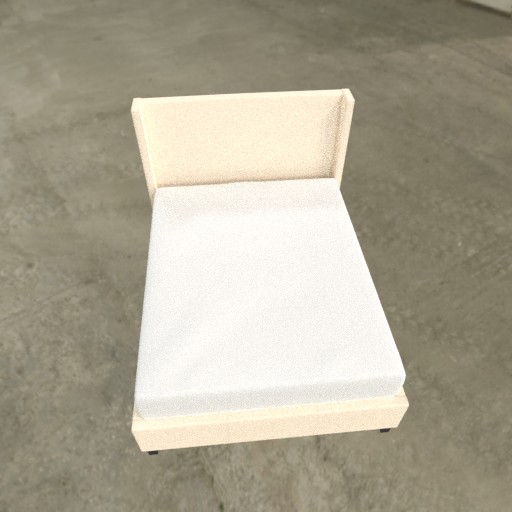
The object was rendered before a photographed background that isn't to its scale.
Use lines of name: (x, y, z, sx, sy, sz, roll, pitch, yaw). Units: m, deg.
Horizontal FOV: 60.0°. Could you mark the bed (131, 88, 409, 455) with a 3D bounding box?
bed: (0.000, 0.000, 3.350, 1.765, 1.471, 2.280, -4, 47, -4)
